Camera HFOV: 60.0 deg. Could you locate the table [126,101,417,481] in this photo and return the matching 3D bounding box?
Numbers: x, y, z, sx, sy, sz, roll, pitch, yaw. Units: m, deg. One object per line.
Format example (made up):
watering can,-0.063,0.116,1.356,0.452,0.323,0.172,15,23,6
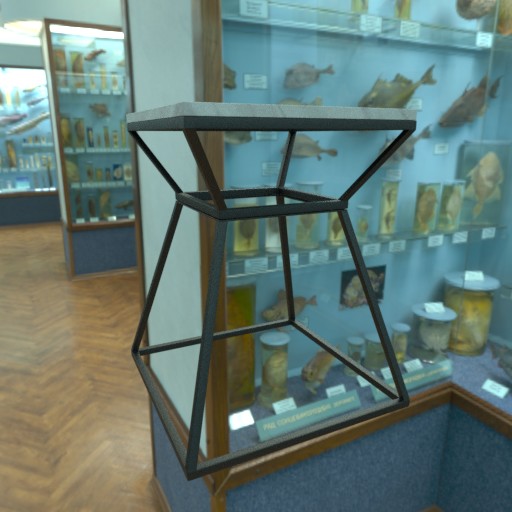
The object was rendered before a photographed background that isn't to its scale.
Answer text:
table,0.000,0.000,0.904,0.455,0.559,0.455,-7,17,-25
